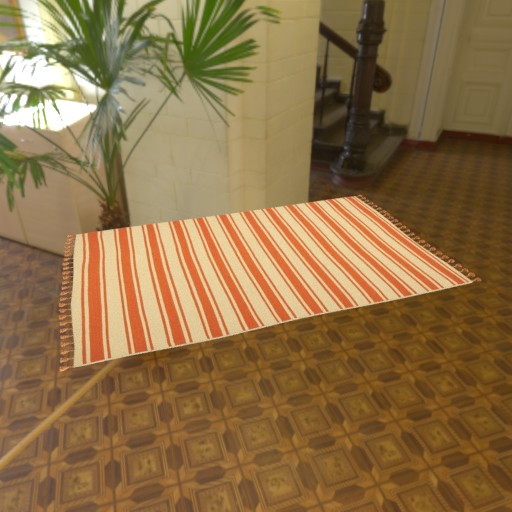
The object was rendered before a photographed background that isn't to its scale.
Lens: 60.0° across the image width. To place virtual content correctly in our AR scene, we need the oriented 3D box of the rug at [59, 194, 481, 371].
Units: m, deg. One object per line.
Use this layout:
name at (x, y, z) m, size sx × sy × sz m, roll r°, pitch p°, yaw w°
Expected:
rug at (0.000, 0.000, 2.535) m, size 2.092 × 0.017 × 1.232 m, roll -10°, pitch 31°, yaw -16°
